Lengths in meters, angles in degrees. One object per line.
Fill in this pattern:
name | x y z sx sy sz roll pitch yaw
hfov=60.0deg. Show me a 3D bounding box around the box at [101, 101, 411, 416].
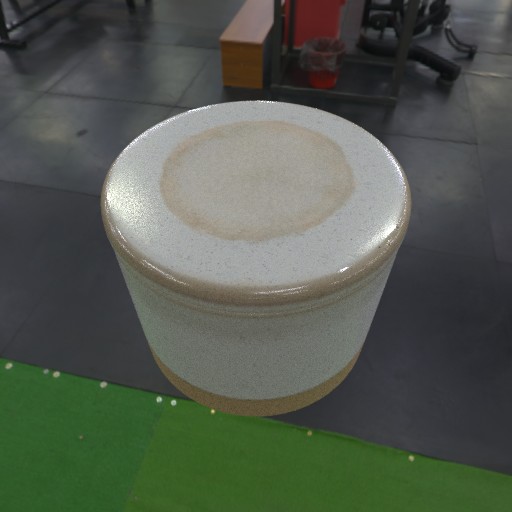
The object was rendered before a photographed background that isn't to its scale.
box | 0.000 0.000 0.266 0.154 0.123 0.154 0 47 0
